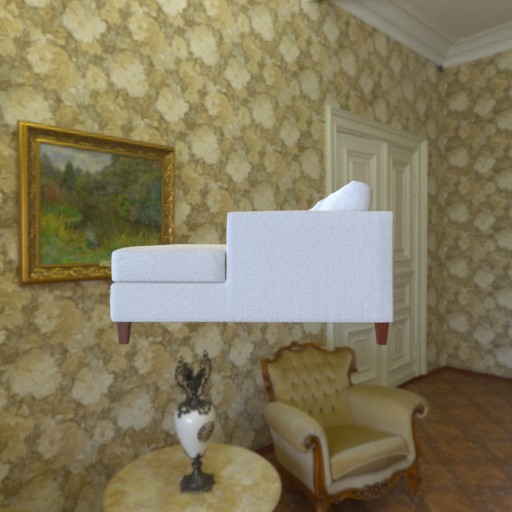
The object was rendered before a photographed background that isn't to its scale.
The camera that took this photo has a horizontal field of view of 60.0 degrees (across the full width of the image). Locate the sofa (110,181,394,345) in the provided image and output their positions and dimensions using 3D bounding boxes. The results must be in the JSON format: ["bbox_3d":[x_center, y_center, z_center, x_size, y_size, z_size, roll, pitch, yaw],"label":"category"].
[{"bbox_3d":[0.000,0.000,4.171,1.599,0.954,3.471,0,1,1],"label":"sofa"}]
